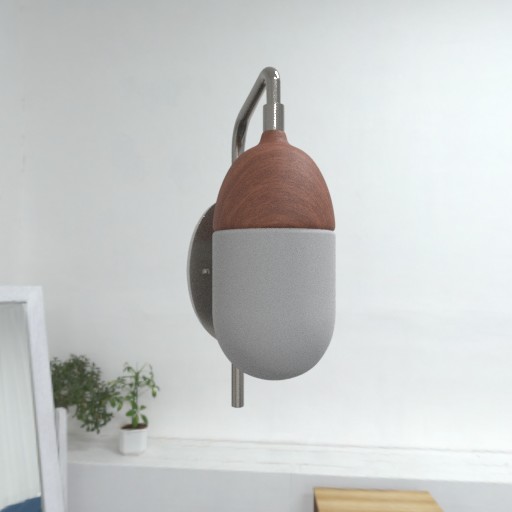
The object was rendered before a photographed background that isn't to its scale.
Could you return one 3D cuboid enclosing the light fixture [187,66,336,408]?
[{"bbox_3d":[0.000,0.000,0.439,0.108,0.343,0.216,0,0,-17],"label":"light fixture"}]
